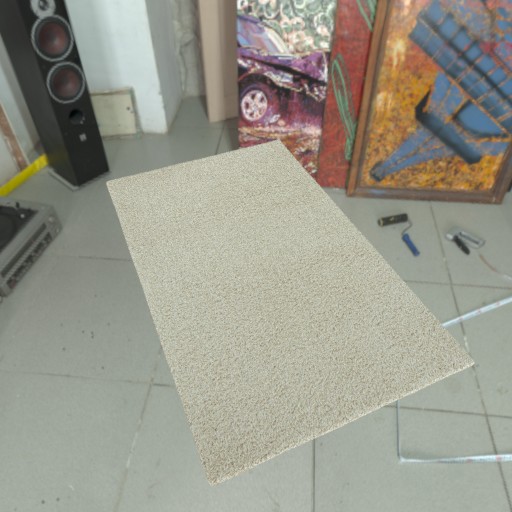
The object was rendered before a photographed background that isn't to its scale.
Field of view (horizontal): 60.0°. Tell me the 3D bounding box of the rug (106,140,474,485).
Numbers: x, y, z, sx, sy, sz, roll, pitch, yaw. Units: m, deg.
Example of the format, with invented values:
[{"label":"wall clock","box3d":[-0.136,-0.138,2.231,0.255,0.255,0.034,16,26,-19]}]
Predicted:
[{"label":"rug","box3d":[0.000,0.000,2.955,1.524,0.030,2.438,-18,49,-16]}]
